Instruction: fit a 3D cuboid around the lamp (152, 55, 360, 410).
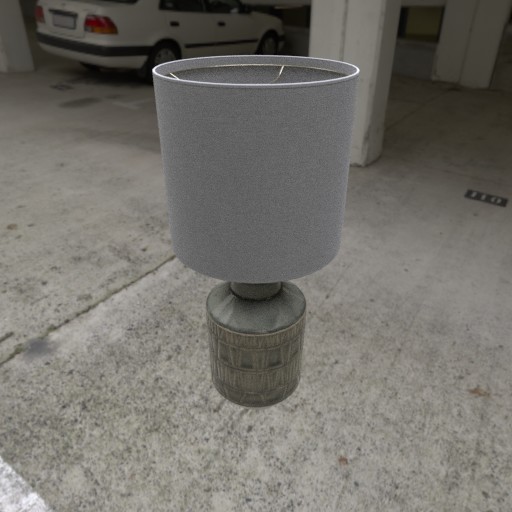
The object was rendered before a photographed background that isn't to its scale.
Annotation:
[{"bbox_3d":[0.000,0.000,0.575,0.211,0.455,0.211,18,35,28],"label":"lamp"}]
